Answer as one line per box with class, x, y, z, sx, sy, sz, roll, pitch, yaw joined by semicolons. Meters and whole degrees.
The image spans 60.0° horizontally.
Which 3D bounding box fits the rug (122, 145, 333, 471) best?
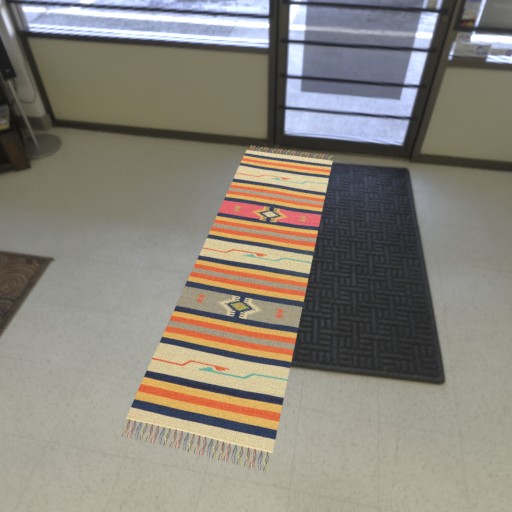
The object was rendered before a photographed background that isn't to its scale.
rug;0.000;0.000;2.762;0.695;0.017;2.455;10;47;9
